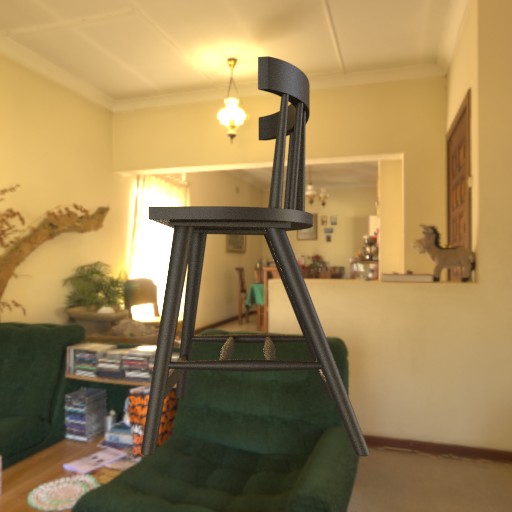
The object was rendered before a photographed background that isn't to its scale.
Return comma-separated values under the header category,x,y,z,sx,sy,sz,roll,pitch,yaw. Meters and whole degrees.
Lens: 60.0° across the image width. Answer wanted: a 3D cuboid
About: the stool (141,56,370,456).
category,x,y,z,sx,sy,sz,roll,pitch,yaw
stool,0.000,0.000,1.286,0.549,0.953,0.494,0,-1,1
